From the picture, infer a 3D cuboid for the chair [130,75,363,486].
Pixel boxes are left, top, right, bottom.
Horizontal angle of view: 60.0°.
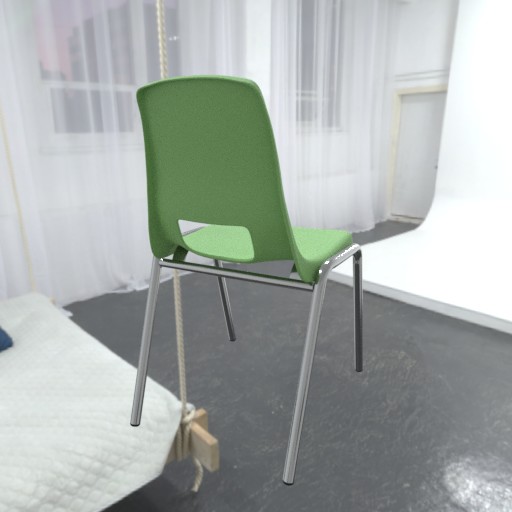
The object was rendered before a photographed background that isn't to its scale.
[{"bbox_3d":[0.000,0.000,0.912,0.381,0.653,0.436,8,18,26],"label":"chair"}]
